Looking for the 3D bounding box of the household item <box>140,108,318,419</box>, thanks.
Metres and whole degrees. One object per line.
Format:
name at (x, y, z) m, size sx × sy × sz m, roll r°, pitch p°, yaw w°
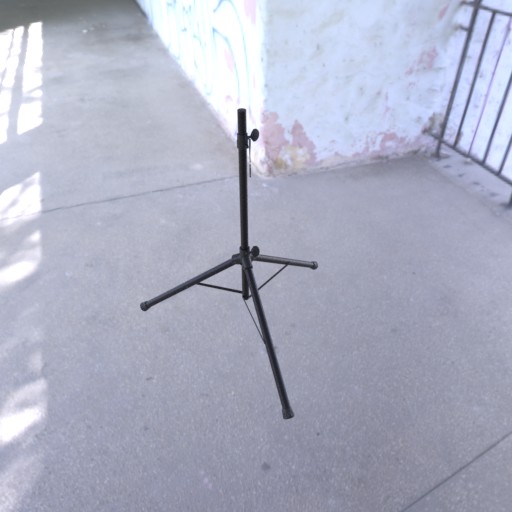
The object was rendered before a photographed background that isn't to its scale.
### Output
household item at (0.000, 0.000, 1.856) m, size 1.045 × 1.136 × 0.907 m, roll -12°, pitch 41°, yaw -14°
